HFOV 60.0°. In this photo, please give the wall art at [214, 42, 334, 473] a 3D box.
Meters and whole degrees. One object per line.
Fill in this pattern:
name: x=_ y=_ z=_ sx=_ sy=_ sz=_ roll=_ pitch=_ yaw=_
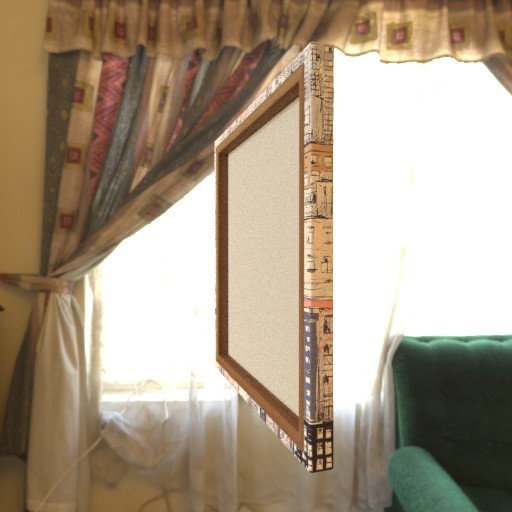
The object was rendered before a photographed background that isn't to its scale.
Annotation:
wall art: x=0.000 y=0.000 z=0.914 sx=0.038 sy=0.608 sz=0.607 roll=0 pitch=1 yaw=-18
